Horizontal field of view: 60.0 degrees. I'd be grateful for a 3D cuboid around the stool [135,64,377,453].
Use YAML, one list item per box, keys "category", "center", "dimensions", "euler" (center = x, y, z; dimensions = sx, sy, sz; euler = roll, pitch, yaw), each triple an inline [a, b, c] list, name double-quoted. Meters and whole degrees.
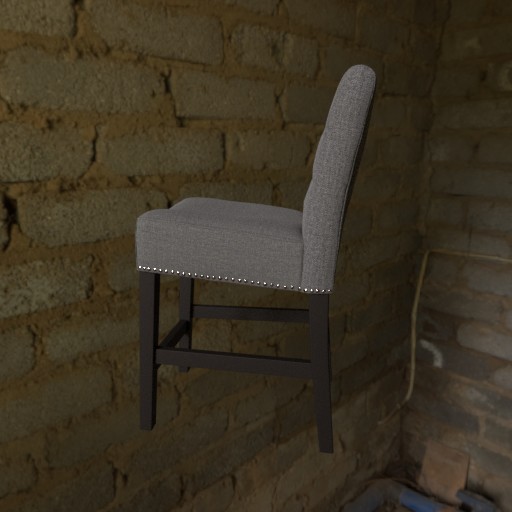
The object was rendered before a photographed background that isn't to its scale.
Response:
- category: "stool"
  center: [0.000, 0.000, 1.196]
  dimensions: [0.571, 0.885, 0.427]
  euler: [2, 13, 8]
